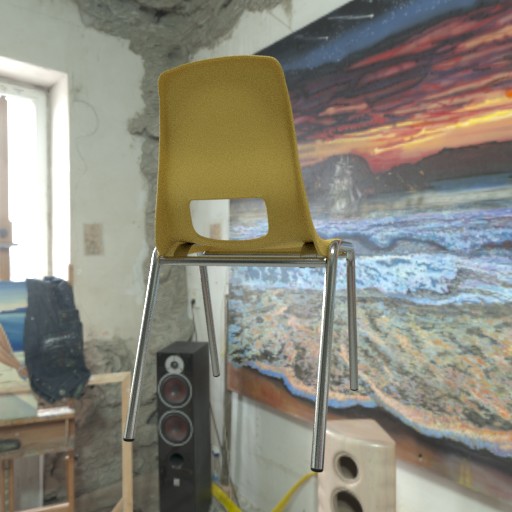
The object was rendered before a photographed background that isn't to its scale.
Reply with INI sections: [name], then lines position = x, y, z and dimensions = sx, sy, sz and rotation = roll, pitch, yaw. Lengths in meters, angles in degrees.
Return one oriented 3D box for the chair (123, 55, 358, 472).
[chair]
position = 0.000, 0.000, 0.922
dimensions = 0.381, 0.653, 0.436
rotation = 0, 1, 18
